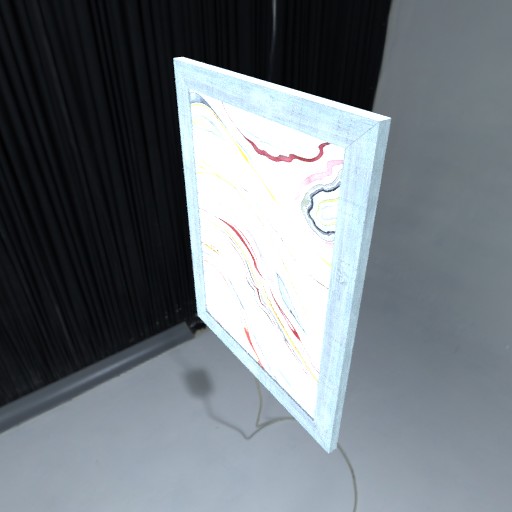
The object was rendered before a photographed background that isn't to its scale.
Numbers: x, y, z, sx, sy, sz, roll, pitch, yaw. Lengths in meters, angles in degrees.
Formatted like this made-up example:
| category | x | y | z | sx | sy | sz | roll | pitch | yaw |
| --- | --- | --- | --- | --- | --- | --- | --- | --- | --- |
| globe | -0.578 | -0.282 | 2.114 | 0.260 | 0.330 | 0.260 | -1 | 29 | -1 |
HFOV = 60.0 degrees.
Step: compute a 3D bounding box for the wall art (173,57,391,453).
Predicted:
| category | x | y | z | sx | sy | sz | roll | pitch | yaw |
| --- | --- | --- | --- | --- | --- | --- | --- | --- | --- |
| wall art | 0.000 | 0.000 | 0.817 | 0.020 | 0.613 | 0.481 | -22 | 39 | -30 |
